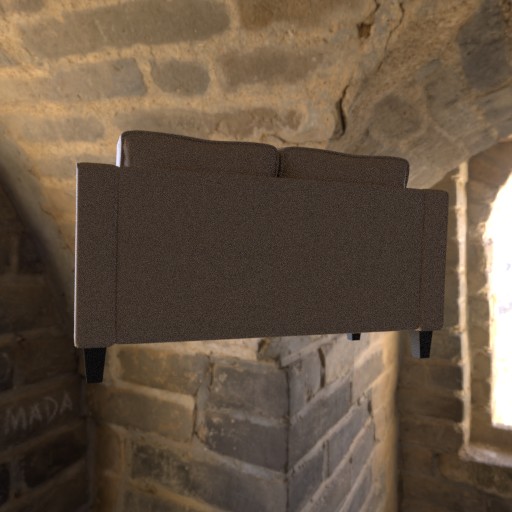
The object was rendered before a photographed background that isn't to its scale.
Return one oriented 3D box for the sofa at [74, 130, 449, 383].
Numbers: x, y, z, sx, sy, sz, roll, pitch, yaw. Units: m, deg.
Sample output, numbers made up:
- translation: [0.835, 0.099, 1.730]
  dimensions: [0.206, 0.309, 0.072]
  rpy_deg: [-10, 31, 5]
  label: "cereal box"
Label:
- translation: [0.000, 0.000, 3.488]
  dimensions: [2.587, 1.562, 1.351]
  rpy_deg: [1, -3, -19]
  label: "sofa"
